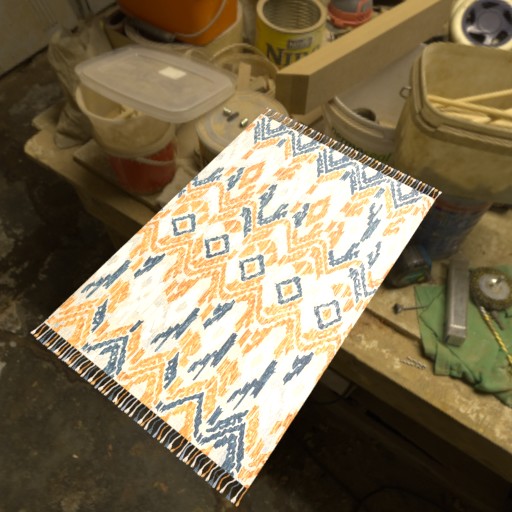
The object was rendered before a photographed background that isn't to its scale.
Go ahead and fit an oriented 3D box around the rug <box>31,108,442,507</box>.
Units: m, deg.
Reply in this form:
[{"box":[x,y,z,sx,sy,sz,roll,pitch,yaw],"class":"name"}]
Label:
[{"box":[0.000,0.000,2.887,1.533,0.010,2.428,32,64,18],"class":"rug"}]
